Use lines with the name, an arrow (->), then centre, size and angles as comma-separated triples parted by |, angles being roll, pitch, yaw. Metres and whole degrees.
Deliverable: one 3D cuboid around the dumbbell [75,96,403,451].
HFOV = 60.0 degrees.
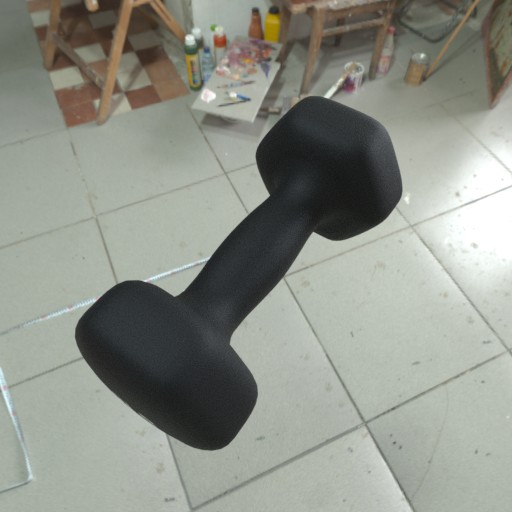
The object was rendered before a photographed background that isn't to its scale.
dumbbell -> 0.000, 0.000, 0.285 | 0.112, 0.101, 0.231 | 32, 63, 18
